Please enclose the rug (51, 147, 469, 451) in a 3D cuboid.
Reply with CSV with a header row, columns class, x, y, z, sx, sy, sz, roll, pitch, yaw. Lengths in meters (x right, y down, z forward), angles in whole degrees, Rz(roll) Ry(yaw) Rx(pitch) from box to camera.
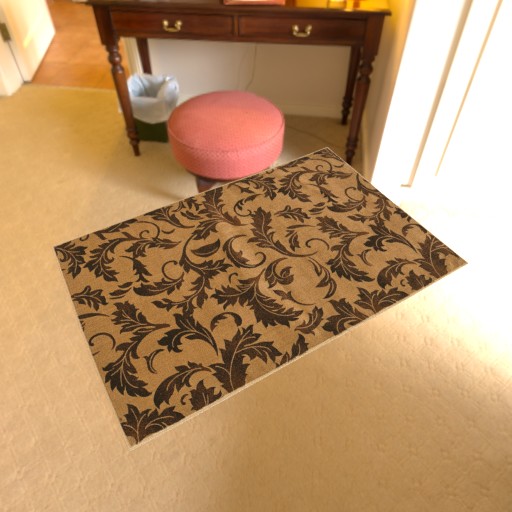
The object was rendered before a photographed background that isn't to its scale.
class,x,y,z,sx,sy,sz,roll,pitch,yaw
rug,0.000,0.000,2.883,2.284,0.008,1.522,-24,52,-20
